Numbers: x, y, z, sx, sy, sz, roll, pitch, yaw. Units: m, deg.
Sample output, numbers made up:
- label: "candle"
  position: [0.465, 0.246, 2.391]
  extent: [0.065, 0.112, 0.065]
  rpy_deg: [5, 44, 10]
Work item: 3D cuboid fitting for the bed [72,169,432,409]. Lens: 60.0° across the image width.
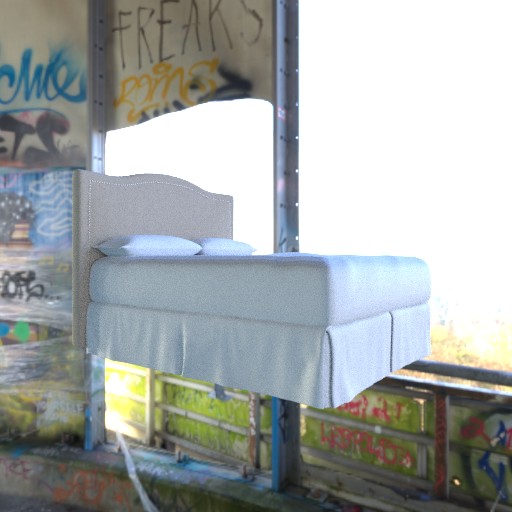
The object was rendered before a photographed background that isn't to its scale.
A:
- label: "bed"
  position: [0.000, 0.000, 3.193]
  extent: [2.052, 1.398, 1.678]
  rpy_deg: [0, 0, 38]
